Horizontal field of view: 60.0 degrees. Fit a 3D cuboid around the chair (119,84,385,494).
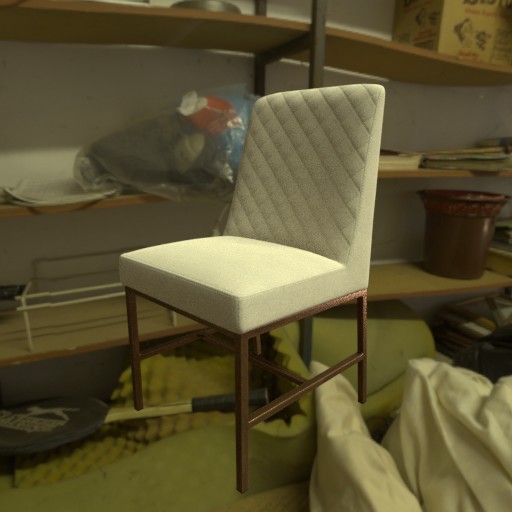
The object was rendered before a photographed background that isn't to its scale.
[{"bbox_3d":[0.000,0.000,1.250,0.597,0.933,0.503,-14,20,-43],"label":"chair"}]
